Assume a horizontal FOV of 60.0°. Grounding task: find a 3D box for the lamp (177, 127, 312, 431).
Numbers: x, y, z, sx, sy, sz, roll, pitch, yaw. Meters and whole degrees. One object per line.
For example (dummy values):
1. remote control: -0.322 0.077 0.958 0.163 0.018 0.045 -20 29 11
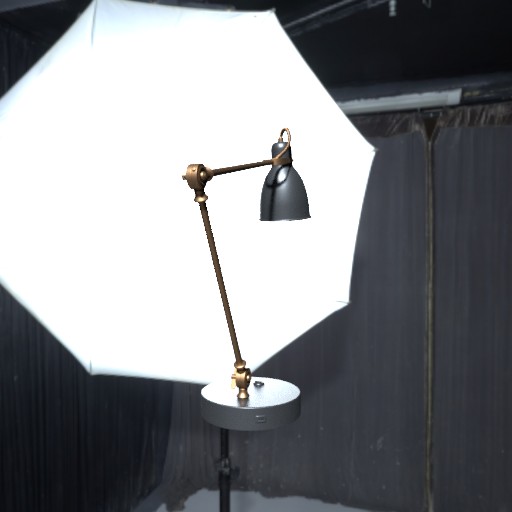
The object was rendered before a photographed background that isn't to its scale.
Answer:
1. lamp: 0.000 0.000 0.864 0.187 0.587 0.561 0 0 19
